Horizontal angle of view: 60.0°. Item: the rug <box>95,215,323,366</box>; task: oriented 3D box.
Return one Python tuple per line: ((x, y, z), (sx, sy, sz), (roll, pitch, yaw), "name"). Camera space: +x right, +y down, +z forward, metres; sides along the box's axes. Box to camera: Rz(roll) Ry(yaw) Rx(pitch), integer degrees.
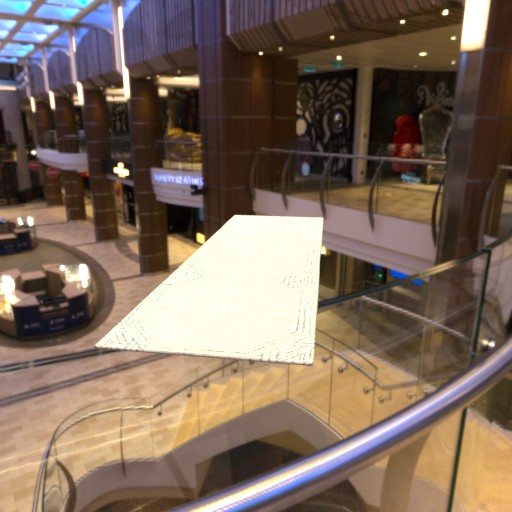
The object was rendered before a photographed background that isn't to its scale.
((0.000, 0.000, 2.666), (0.775, 0.012, 2.452), (3, 16, 9), "rug")
